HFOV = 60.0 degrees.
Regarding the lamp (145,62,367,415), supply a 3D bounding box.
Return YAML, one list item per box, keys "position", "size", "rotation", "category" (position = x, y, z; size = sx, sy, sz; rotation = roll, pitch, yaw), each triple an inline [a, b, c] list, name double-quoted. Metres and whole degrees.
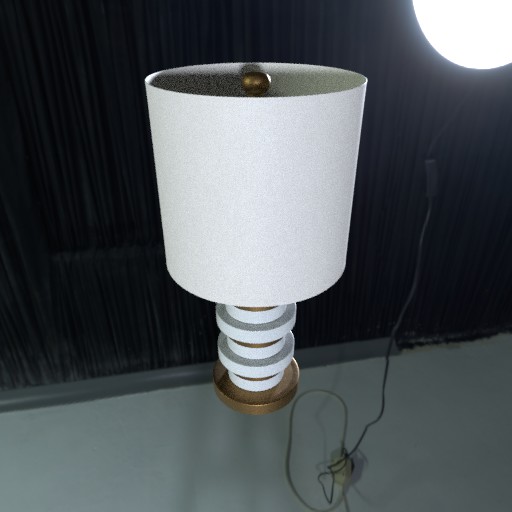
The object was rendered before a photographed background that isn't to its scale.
- position: [0.000, 0.000, 0.528]
  size: [0.210, 0.410, 0.210]
  rotation: [-8, 31, -13]
  category: "lamp"
